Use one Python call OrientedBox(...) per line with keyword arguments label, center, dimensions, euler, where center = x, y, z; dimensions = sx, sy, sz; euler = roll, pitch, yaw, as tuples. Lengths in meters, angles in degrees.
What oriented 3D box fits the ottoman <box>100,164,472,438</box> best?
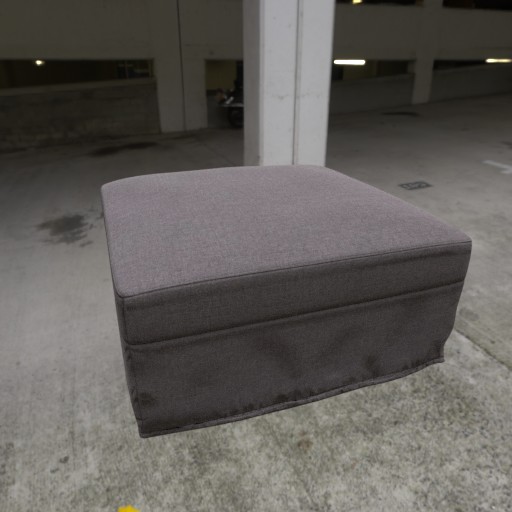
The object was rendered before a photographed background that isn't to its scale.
OrientedBox(label="ottoman", center=(0.000, 0.000, 1.336), dimensions=(0.840, 0.436, 0.843), euler=(-8, 26, -18))
